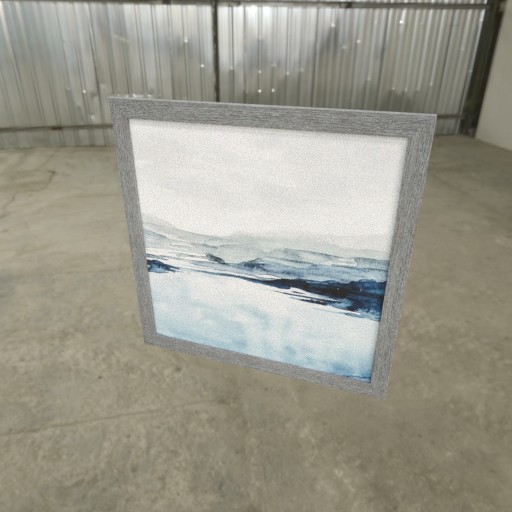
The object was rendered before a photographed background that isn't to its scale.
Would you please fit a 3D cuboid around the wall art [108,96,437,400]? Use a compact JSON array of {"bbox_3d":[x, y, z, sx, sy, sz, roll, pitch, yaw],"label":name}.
[{"bbox_3d":[0.000,0.000,1.051,0.685,0.685,0.020,9,29,17],"label":"wall art"}]
